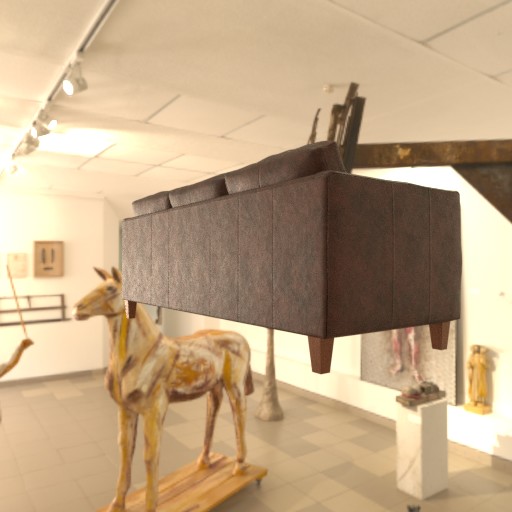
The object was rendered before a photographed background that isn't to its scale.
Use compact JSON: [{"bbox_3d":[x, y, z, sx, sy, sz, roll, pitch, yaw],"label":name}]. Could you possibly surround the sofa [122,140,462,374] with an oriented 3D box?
[{"bbox_3d":[0.000,0.000,3.036,1.045,1.006,2.464,1,-1,-36],"label":"sofa"}]
